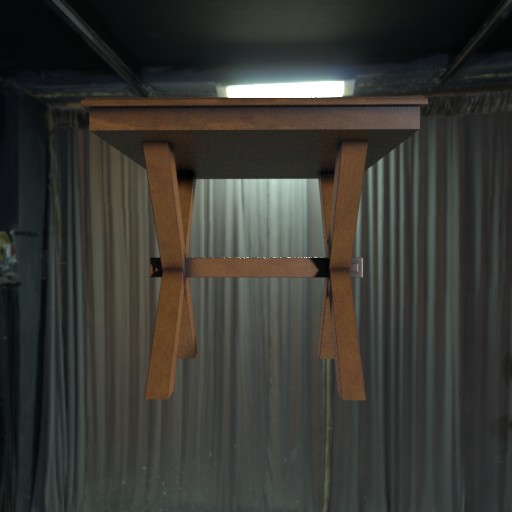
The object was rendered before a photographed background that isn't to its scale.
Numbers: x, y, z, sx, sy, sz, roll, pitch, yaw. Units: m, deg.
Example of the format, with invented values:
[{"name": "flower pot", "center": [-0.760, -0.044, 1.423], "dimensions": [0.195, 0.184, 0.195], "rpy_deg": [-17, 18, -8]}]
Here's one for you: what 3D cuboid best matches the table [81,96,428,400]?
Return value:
[{"name": "table", "center": [0.000, 0.000, 1.053], "dimensions": [0.602, 0.562, 0.560], "rpy_deg": [0, 1, 1]}]
